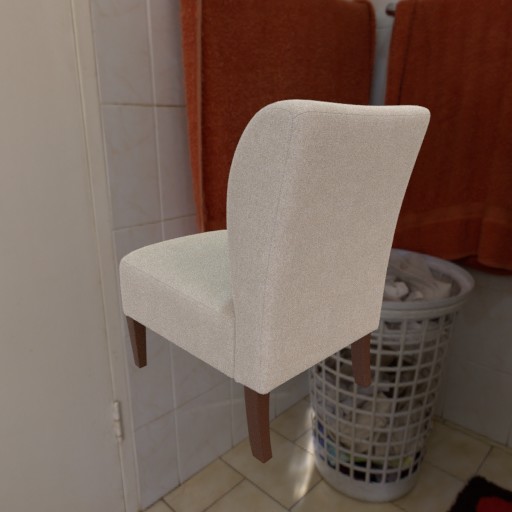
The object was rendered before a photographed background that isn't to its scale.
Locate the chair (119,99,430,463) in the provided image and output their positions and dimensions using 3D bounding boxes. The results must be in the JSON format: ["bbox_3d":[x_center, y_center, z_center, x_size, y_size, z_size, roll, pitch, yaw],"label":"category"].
[{"bbox_3d":[0.000,0.000,1.305,0.521,0.833,0.754,-16,23,-42],"label":"chair"}]
